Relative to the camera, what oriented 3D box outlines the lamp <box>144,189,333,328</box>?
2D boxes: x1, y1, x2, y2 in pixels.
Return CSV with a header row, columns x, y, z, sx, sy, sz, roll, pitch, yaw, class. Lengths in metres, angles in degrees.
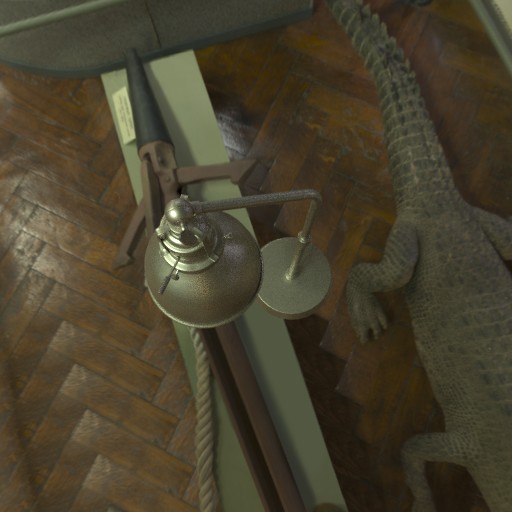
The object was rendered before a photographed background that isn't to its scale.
x,y,z,sx,sy,sz,roll,pitch,yaw,class
0.000,0.000,0.582,0.286,0.456,0.153,-18,76,-5,lamp
